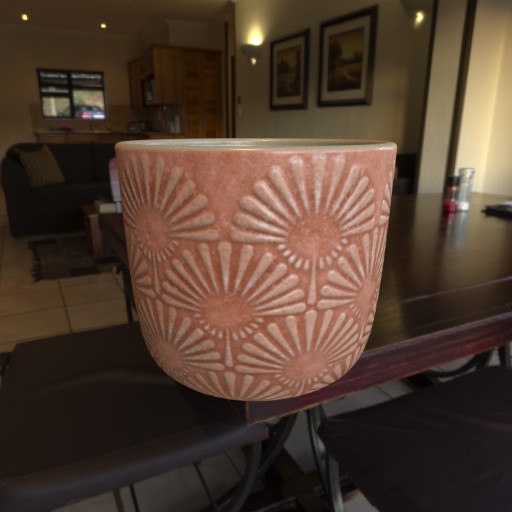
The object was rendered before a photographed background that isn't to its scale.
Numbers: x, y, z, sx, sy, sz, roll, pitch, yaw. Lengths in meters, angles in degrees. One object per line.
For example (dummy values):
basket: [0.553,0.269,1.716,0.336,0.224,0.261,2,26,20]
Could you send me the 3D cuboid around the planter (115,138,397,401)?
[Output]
planter: [0.000,0.000,0.218,0.124,0.109,0.124,0,16,0]
